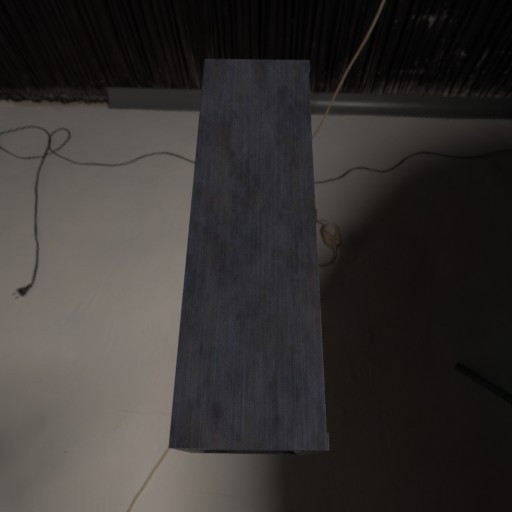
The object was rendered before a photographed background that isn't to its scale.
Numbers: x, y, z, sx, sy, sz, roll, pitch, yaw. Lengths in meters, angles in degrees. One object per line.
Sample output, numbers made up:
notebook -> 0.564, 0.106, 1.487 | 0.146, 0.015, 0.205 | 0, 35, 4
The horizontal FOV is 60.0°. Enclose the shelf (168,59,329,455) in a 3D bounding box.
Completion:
shelf -> 0.000, 0.000, 1.938 | 0.479, 0.719, 1.575 | 1, 65, 0
